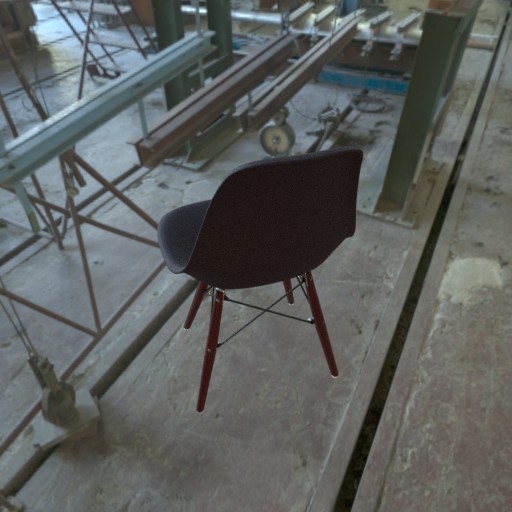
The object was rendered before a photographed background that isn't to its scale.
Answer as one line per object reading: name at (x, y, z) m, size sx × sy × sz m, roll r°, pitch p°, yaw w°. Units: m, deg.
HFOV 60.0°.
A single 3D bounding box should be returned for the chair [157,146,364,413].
chair at (0.000, 0.000, 1.154) m, size 0.470 × 0.826 × 0.533 m, roll -12°, pitch 42°, yaw -14°
